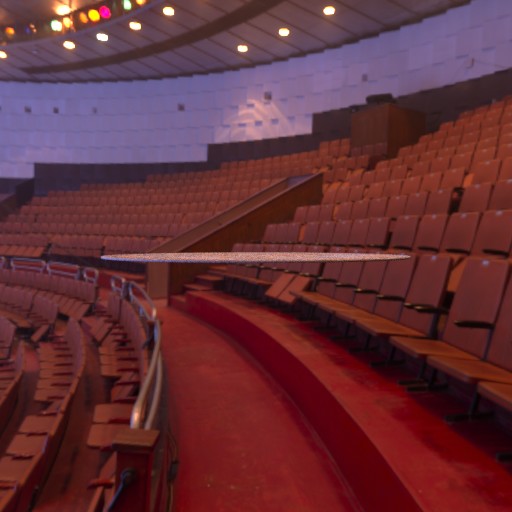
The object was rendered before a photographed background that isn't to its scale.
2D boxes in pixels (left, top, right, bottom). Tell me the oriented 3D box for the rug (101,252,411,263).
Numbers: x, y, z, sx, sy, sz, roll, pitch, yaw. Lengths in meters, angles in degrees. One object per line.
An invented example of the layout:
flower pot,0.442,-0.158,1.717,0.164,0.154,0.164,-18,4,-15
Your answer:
rug,0.000,0.000,3.604,2.382,0.014,2.382,0,2,0
